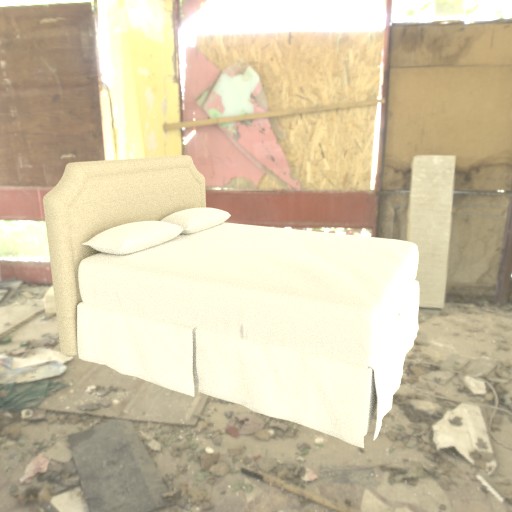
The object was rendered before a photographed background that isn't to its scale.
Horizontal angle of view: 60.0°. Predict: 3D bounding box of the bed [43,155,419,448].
[{"bbox_3d":[0.000,0.000,3.094,2.116,1.290,1.693,8,17,26],"label":"bed"}]
